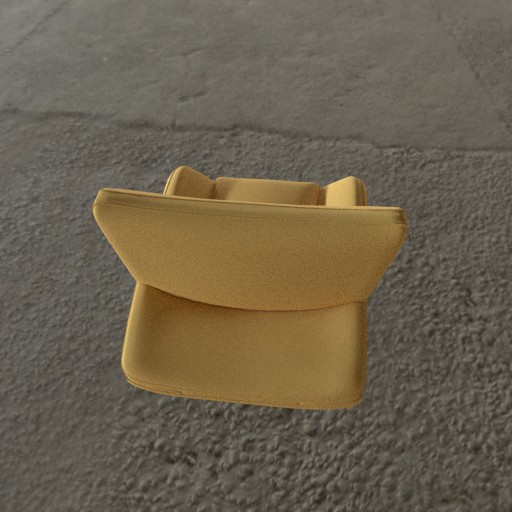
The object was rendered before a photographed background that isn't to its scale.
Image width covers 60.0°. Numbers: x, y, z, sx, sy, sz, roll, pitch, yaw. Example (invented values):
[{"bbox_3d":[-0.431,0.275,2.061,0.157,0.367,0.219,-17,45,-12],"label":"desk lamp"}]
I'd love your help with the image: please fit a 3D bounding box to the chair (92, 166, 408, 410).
[{"bbox_3d":[0.000,0.000,1.628,0.859,0.855,1.008,4,47,4],"label":"chair"}]
